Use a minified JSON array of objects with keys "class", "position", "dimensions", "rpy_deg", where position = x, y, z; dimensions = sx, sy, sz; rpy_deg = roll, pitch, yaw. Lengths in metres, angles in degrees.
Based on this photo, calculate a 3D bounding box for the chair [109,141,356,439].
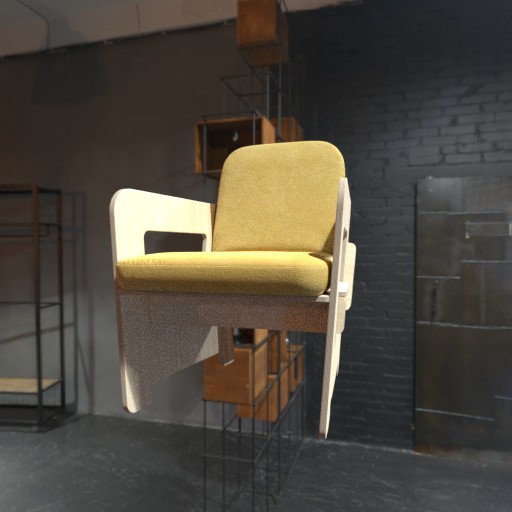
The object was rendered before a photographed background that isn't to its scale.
[{"class":"chair","position":[0.000,0.000,1.311],"dimensions":[0.590,0.800,0.710],"rpy_deg":[0,1,18]}]
